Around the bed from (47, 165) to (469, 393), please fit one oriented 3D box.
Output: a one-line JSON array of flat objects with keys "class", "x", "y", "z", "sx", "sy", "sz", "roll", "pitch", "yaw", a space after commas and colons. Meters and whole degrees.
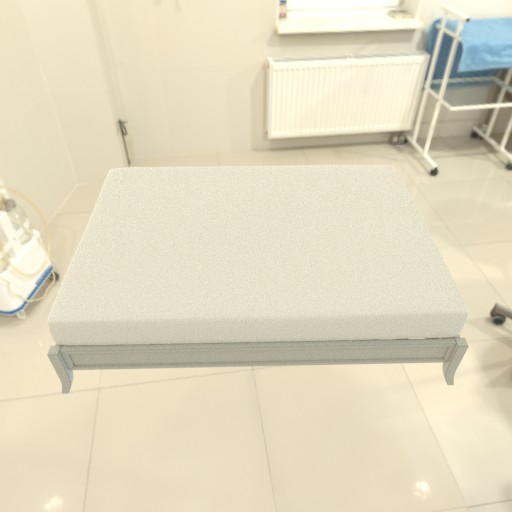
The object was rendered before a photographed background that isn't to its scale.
[{"class": "bed", "x": 0.000, "y": 0.000, "z": 2.619, "sx": 1.985, "sy": 0.510, "sz": 1.460, "roll": -1, "pitch": 42, "yaw": -1}]
